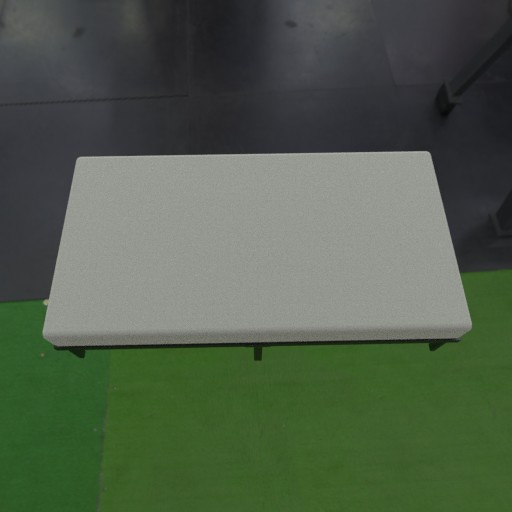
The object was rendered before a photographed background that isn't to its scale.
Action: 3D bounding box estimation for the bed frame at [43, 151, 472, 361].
[{"bbox_3d":[0.000,0.000,3.256,2.635,0.680,1.393,-1,64,-1],"label":"bed frame"}]
